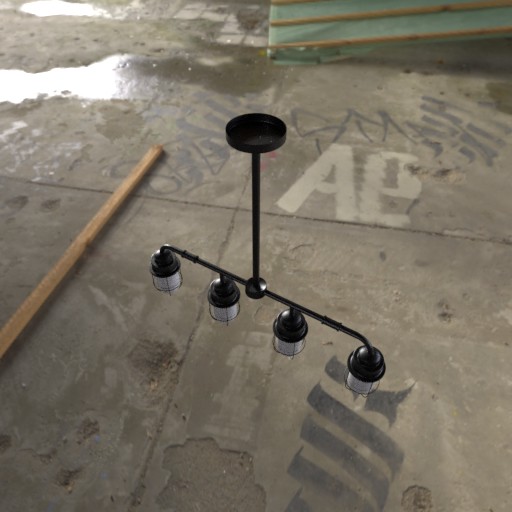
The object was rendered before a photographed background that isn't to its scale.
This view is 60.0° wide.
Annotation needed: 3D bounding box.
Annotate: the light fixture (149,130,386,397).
[{"bbox_3d":[0.000,0.000,1.228,0.852,0.785,0.131,24,51,21],"label":"light fixture"}]
